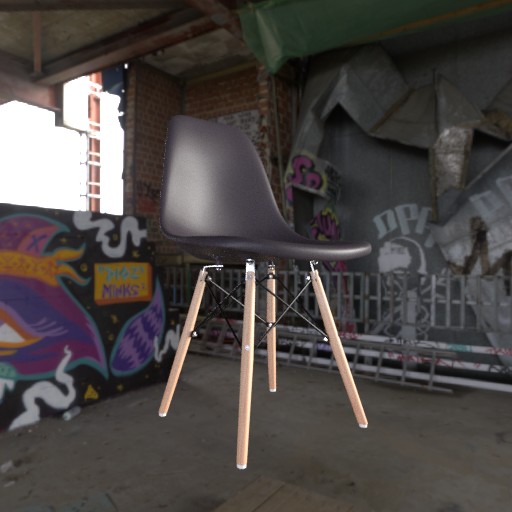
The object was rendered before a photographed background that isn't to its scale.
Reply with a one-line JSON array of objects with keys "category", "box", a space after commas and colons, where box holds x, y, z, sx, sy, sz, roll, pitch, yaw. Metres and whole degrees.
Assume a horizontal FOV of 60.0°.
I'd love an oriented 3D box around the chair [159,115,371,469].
[{"category": "chair", "box": [0.000, 0.000, 1.126, 0.470, 0.825, 0.533, 0, -1, -36]}]
